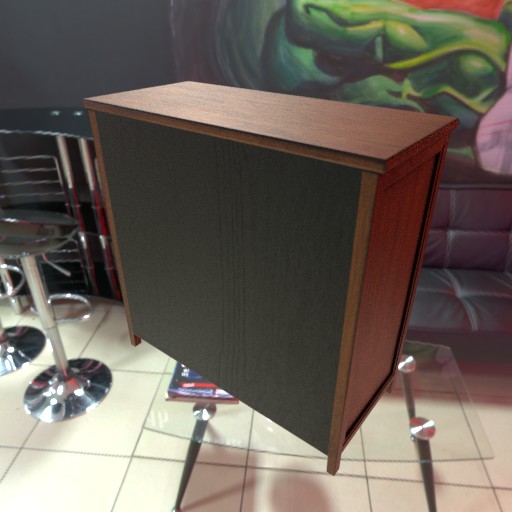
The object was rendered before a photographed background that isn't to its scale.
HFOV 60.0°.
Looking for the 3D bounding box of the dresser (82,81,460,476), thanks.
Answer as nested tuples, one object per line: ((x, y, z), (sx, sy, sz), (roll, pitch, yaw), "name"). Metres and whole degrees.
((0.000, 0.000, 1.883), (1.250, 1.224, 0.591), (21, 36, 32), "dresser")
